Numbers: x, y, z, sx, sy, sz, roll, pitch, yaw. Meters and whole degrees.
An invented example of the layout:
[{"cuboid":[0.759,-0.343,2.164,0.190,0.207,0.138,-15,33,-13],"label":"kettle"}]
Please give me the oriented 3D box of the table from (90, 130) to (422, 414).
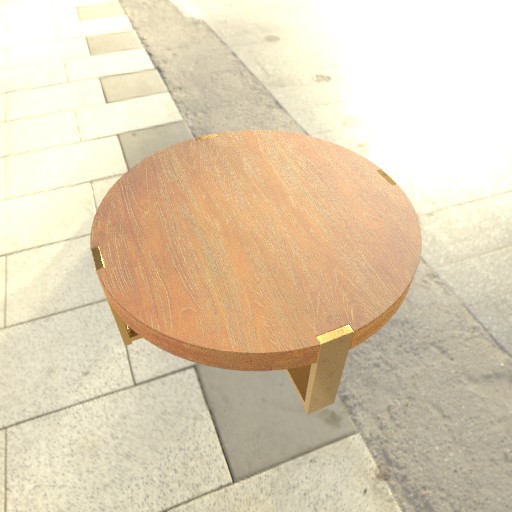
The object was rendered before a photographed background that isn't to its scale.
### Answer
[{"cuboid":[0.000,0.000,1.675,1.100,0.420,1.100,0,46,0],"label":"table"}]
